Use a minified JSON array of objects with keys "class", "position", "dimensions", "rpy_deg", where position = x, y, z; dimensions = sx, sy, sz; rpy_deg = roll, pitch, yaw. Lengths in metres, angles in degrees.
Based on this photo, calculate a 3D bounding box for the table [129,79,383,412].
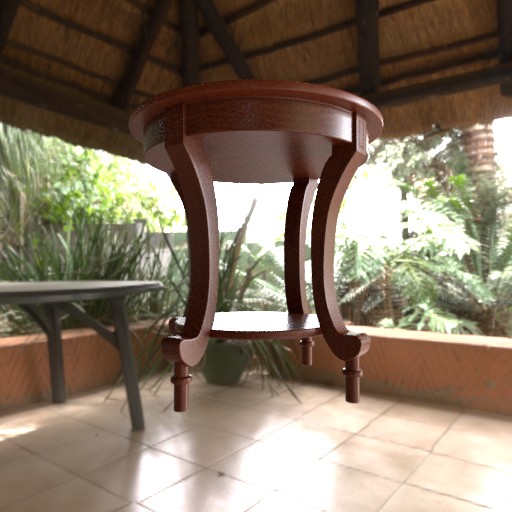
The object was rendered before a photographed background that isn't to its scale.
[{"class":"table","position":[0.000,0.000,1.074],"dimensions":[0.597,0.612,0.597],"rpy_deg":[0,-1,0]}]
